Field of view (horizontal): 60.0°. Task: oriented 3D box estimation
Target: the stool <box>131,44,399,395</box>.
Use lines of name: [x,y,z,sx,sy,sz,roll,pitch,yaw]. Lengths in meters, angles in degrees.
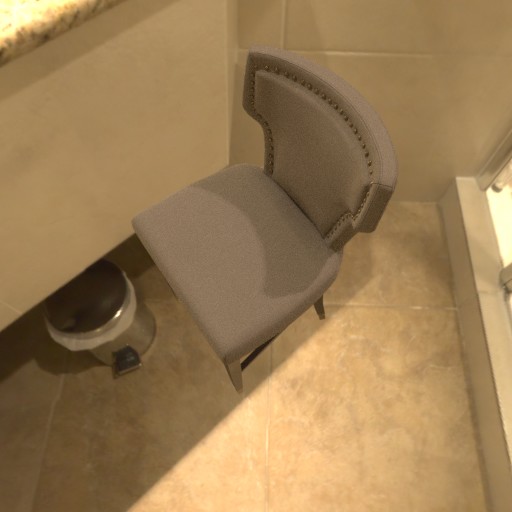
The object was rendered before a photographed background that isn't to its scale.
stool: [0.000,0.000,1.414,0.563,1.092,0.526,-32,68,-15]
